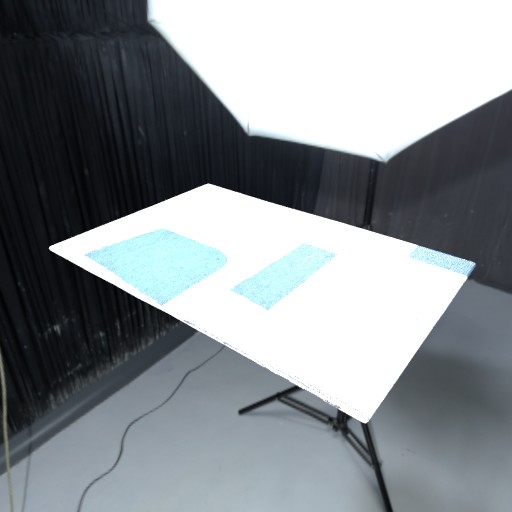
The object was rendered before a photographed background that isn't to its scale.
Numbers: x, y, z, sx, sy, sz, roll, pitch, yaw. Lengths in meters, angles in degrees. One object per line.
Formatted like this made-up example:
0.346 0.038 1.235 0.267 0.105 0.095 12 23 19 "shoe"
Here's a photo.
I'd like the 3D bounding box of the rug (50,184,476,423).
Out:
0.000 0.000 2.297 1.847 0.020 1.238 21 36 33 "rug"
